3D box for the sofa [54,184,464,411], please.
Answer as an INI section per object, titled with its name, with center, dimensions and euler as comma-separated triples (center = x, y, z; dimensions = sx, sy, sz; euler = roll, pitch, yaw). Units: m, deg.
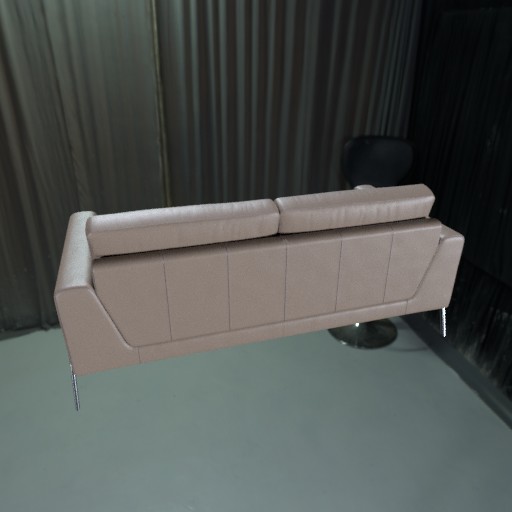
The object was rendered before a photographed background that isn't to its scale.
[sofa]
center = 0.000, 0.000, 2.517
dimensions = 2.017, 0.875, 0.953
euler = -8, 27, -15
